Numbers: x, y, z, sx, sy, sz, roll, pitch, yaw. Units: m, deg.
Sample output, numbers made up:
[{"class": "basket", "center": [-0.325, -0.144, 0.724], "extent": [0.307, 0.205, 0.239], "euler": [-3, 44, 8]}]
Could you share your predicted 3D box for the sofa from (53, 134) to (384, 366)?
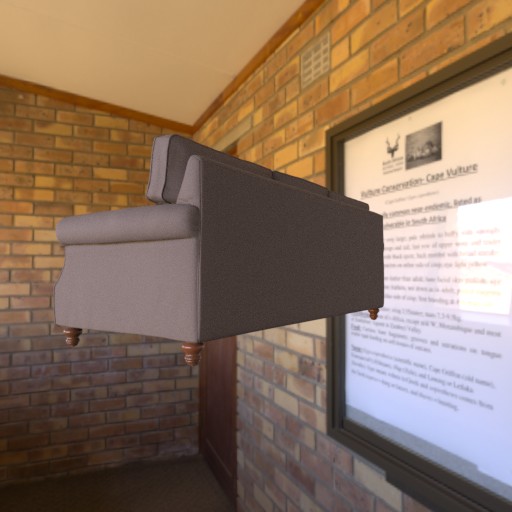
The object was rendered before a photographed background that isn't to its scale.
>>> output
[{"class": "sofa", "center": [0.000, 0.000, 2.842], "extent": [0.966, 0.948, 2.353], "euler": [-1, -3, 35]}]
